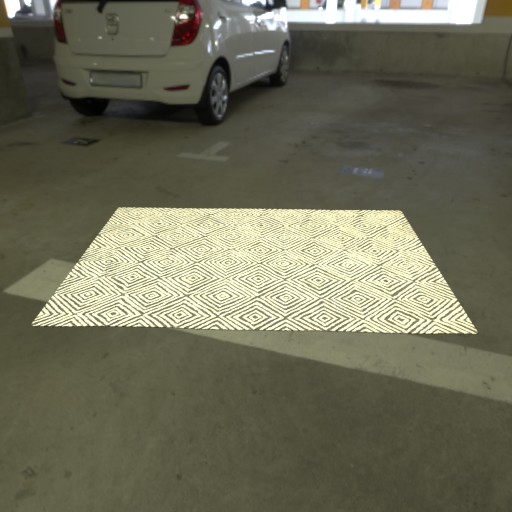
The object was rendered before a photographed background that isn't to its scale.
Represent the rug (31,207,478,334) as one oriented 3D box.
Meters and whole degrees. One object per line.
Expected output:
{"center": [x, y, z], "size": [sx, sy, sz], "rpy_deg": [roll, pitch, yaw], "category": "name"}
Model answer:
{"center": [0.000, 0.000, 2.237], "size": [1.750, 0.004, 1.177], "rpy_deg": [1, 30, 1], "category": "rug"}
